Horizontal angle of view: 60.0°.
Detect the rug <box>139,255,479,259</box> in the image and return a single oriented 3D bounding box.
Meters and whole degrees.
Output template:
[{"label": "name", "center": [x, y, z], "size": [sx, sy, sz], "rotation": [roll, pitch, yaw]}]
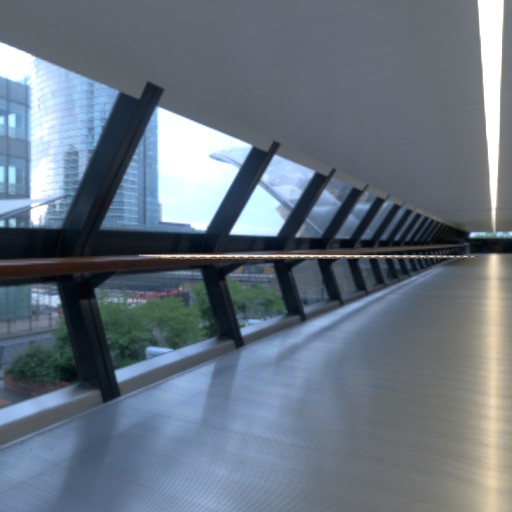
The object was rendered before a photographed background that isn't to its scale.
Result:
[{"label": "rug", "center": [0.000, 0.000, 2.497], "size": [1.196, 0.008, 2.006], "rotation": [0, 0, -17]}]
